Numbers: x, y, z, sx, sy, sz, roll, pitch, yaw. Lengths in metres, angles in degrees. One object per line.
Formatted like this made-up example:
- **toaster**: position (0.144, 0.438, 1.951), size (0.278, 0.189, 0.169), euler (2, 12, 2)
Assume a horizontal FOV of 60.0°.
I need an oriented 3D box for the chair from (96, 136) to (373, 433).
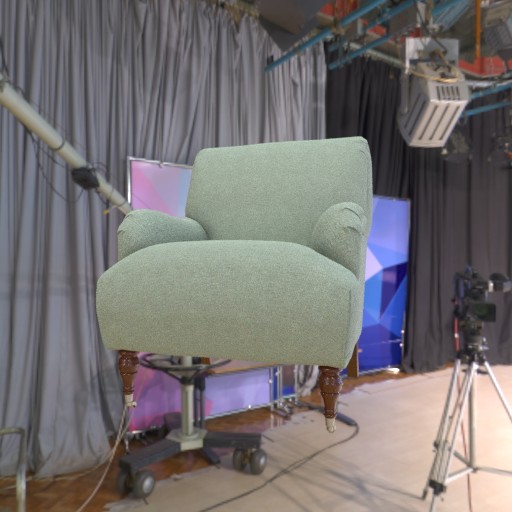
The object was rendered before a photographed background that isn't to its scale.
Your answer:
- **chair**: position (0.000, 0.000, 1.946), size (0.964, 1.178, 1.060), euler (0, 1, 18)
